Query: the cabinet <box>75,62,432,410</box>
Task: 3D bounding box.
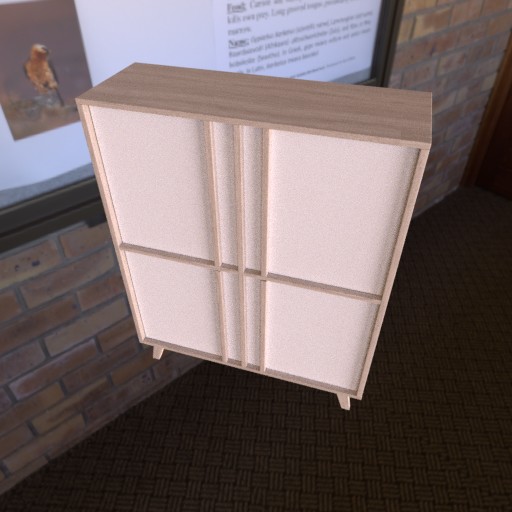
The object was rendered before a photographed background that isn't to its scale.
[{"bbox_3d":[0.000,0.000,1.910,1.111,1.388,0.398,11,41,13],"label":"cabinet"}]
